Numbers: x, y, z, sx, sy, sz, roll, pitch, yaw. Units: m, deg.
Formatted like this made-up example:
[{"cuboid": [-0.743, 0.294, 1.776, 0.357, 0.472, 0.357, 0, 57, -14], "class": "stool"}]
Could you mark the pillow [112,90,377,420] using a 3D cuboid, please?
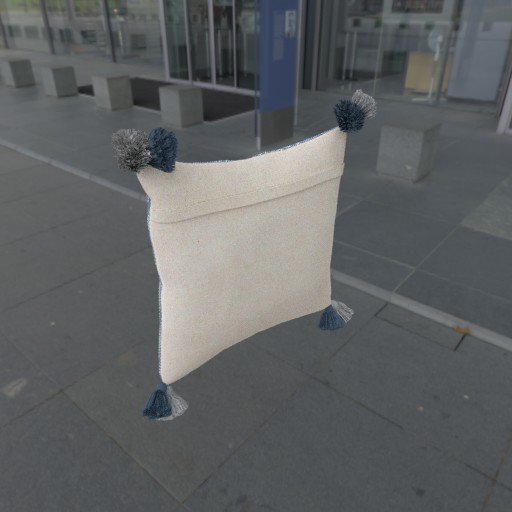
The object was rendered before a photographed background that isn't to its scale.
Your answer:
[{"cuboid": [0.000, 0.000, 0.944, 0.614, 0.634, 0.138, -19, 35, -30], "class": "pillow"}]
